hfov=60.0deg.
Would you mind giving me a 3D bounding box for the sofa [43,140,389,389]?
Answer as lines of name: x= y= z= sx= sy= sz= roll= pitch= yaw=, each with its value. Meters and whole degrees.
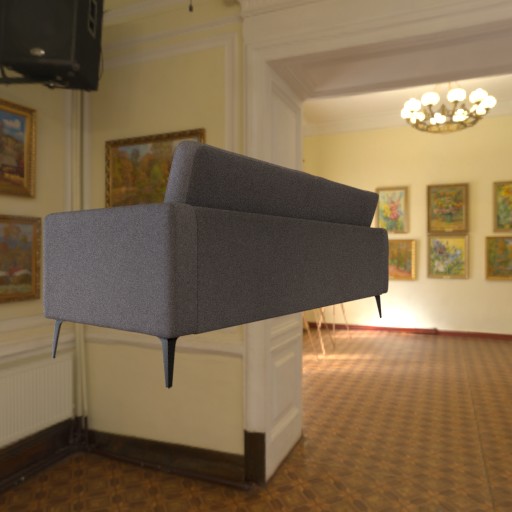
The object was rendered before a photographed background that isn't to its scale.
sofa: x=0.000 y=0.000 z=2.358 sx=0.774 sy=0.828 sz=1.925 roll=0 pitch=1 yaw=36
